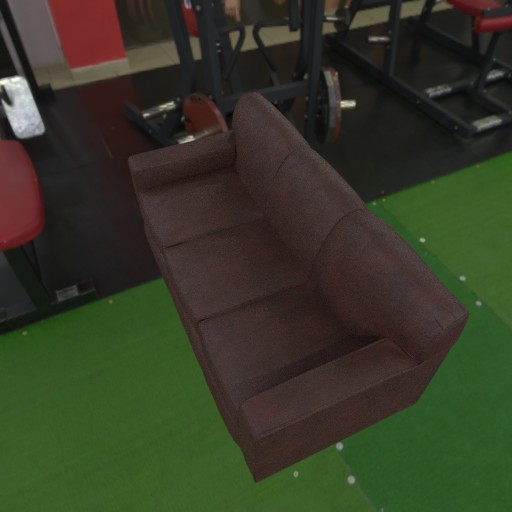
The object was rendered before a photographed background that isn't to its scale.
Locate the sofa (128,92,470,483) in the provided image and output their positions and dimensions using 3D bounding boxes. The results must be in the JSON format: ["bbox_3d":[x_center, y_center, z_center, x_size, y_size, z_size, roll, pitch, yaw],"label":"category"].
[{"bbox_3d":[0.000,0.000,2.533,1.008,0.953,2.039,-19,50,-16],"label":"sofa"}]
